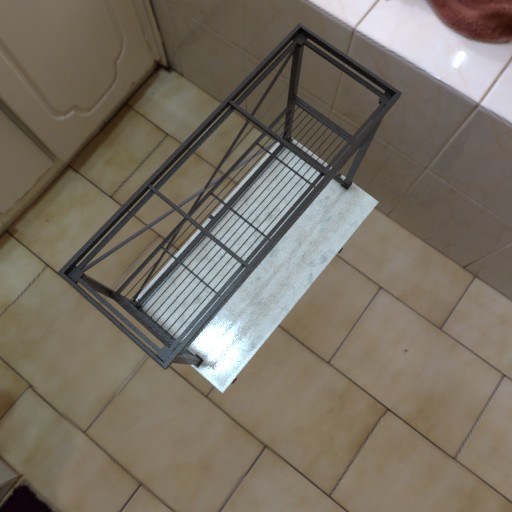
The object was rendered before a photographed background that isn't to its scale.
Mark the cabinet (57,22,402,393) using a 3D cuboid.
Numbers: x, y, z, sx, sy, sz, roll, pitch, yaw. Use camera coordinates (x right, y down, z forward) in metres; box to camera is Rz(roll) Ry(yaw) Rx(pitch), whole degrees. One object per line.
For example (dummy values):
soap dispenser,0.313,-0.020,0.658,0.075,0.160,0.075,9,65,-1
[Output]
cabinet,0.000,0.000,2.221,0.610,1.659,1.210,39,79,9
